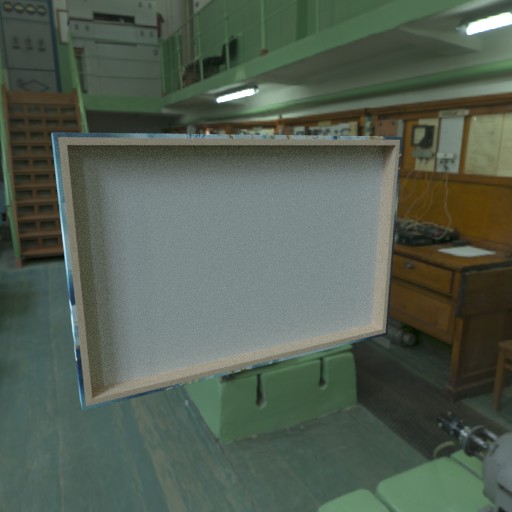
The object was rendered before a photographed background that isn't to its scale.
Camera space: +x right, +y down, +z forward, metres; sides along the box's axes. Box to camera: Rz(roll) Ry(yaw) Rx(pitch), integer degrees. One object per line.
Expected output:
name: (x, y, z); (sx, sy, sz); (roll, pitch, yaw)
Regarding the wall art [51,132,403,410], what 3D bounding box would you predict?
wall art: (0.000, 0.000, 0.771); (0.607, 0.405, 0.036); (-7, 16, -26)
